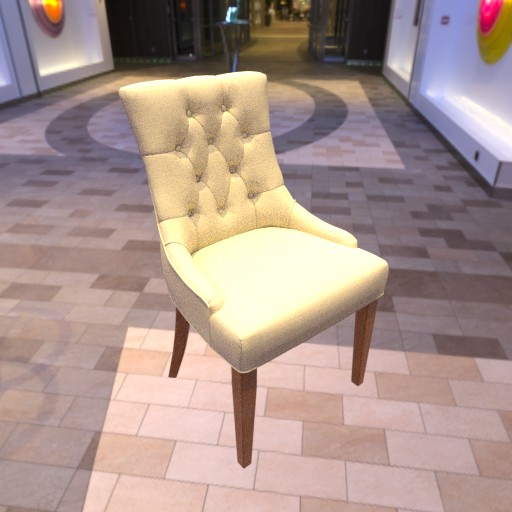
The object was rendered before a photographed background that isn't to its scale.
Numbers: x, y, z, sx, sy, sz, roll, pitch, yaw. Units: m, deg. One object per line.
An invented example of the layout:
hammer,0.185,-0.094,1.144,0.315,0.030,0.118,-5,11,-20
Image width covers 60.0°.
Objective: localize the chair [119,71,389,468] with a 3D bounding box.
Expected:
chair,0.000,0.000,1.215,0.509,0.874,0.565,-22,36,-33
